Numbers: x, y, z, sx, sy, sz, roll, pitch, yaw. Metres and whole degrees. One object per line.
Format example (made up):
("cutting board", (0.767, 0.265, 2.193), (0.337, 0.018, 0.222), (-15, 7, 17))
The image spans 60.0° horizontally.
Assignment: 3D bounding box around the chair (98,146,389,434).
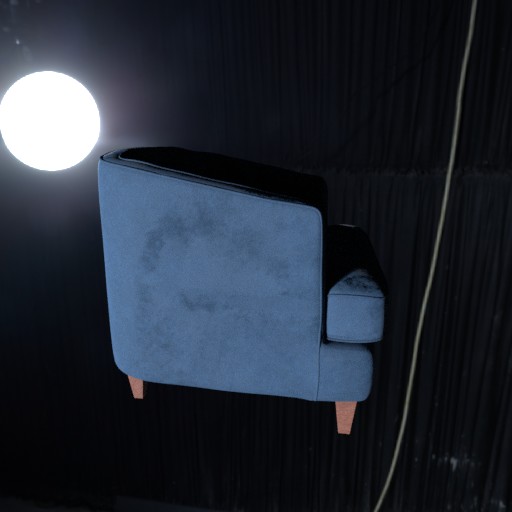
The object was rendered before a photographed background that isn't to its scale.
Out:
("chair", (0.000, 0.000, 1.780), (0.940, 0.852, 1.094), (2, 15, 9))
